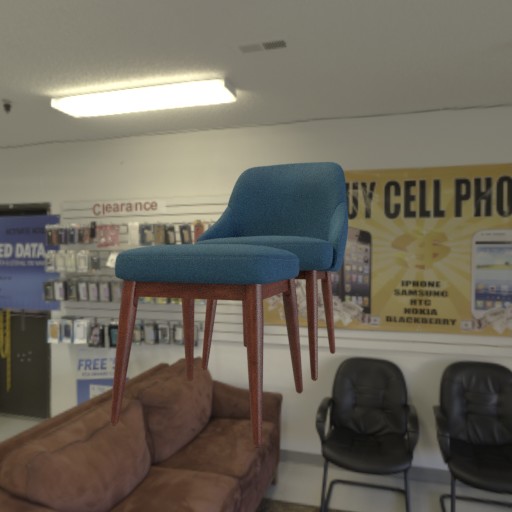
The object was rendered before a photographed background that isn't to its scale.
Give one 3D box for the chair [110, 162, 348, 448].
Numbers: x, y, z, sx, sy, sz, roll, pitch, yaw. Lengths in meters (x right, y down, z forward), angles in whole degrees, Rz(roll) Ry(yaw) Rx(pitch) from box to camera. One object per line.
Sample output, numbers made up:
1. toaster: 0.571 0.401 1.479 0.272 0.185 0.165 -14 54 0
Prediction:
1. chair: 0.000 0.000 1.595 0.584 0.866 1.114 0 1 19
